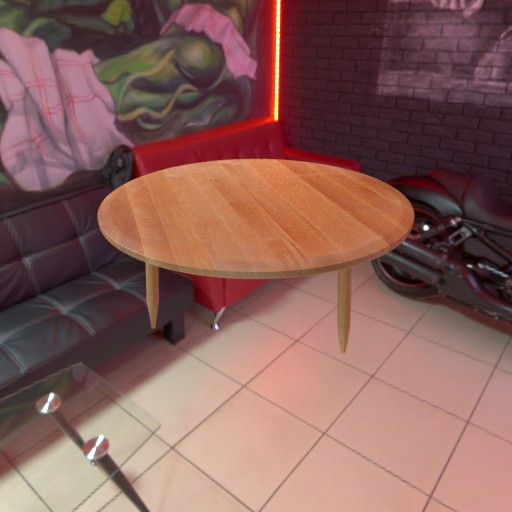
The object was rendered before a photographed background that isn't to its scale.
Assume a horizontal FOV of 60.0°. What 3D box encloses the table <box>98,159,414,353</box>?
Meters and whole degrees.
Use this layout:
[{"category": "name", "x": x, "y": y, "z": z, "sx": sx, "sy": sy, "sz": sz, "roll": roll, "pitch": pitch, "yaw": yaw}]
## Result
[{"category": "table", "x": 0.000, "y": 0.000, "z": 1.410, "sx": 0.900, "sy": 0.400, "sz": 0.900, "roll": 0, "pitch": 27, "yaw": 0}]
